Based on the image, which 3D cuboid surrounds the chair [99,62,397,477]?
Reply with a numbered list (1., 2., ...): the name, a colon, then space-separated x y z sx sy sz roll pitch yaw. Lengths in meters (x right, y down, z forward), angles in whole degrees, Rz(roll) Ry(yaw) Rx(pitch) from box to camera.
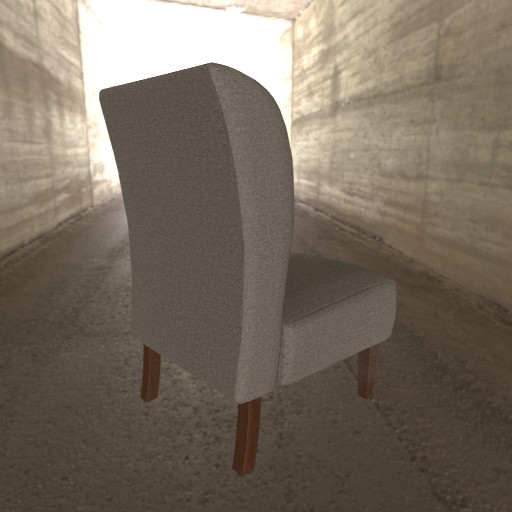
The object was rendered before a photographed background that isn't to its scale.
1. chair: 0.000 0.000 1.139 0.592 0.804 0.513 -12 18 -42
